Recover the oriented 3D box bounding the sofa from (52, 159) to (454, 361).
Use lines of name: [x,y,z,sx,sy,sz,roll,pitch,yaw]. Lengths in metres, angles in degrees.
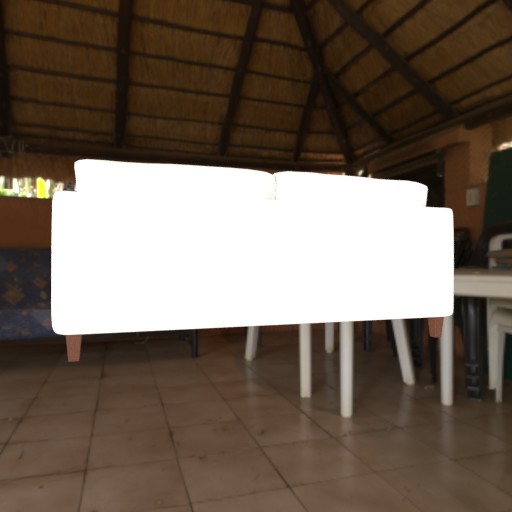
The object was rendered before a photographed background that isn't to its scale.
sofa: [0.000,0.000,2.641,2.139,0.933,0.924,0,-1,-18]
